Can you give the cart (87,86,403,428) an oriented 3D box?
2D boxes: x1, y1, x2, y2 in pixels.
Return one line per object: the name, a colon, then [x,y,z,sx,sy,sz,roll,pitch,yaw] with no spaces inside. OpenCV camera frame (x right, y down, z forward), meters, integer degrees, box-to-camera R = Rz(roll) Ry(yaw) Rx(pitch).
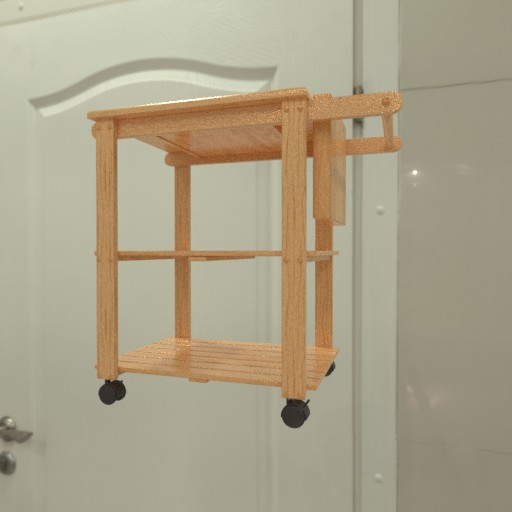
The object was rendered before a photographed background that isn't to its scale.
cart: [0.000,0.000,1.349,0.843,0.816,0.520,0,1,18]
